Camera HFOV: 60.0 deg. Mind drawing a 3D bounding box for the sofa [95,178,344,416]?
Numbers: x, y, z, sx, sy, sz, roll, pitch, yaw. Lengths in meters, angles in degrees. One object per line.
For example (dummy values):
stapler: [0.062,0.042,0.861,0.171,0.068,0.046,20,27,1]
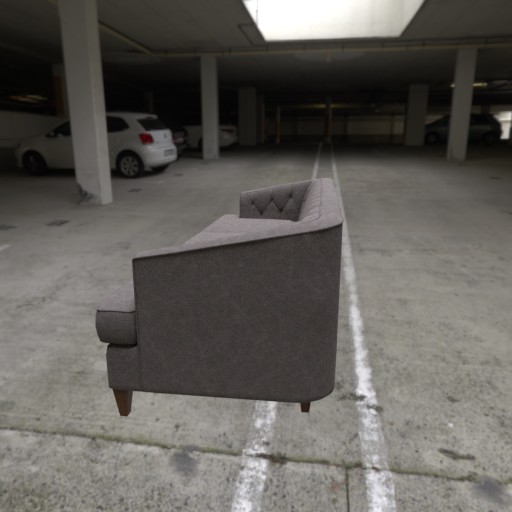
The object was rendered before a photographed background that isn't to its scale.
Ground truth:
sofa: [0.000,0.000,2.651,0.917,0.806,2.247,2,14,8]
